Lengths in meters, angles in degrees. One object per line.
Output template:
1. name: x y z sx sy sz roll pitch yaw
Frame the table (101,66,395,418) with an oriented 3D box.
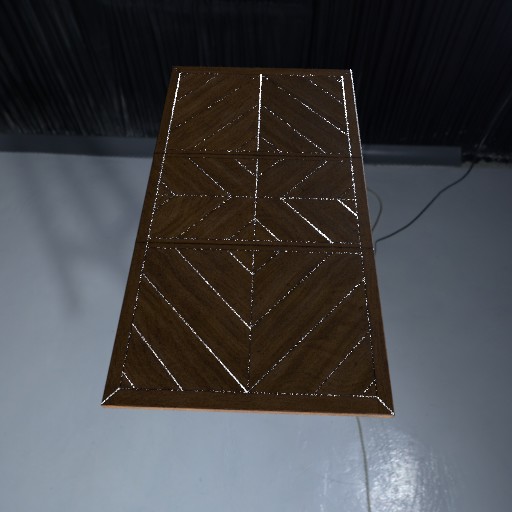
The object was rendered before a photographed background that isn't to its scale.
1. table: 0.000 0.000 1.829 0.757 0.760 1.400 2 58 1
